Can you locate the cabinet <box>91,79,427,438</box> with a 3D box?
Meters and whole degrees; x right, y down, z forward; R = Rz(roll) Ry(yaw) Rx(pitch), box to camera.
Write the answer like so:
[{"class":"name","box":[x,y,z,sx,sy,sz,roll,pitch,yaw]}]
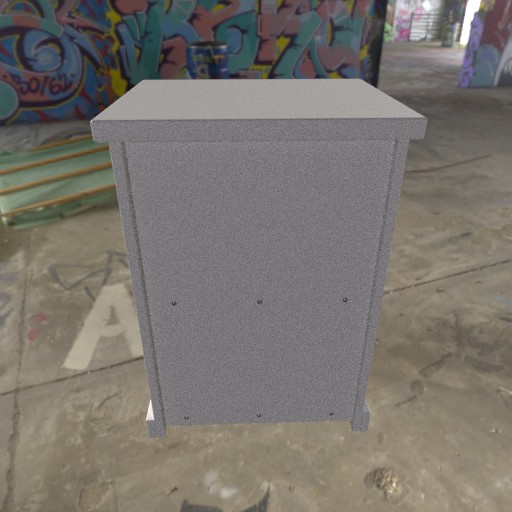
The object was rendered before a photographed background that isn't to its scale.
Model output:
[{"class":"cabinet","box":[0.000,0.000,1.044,0.520,0.723,0.431,-1,29,-2]}]
